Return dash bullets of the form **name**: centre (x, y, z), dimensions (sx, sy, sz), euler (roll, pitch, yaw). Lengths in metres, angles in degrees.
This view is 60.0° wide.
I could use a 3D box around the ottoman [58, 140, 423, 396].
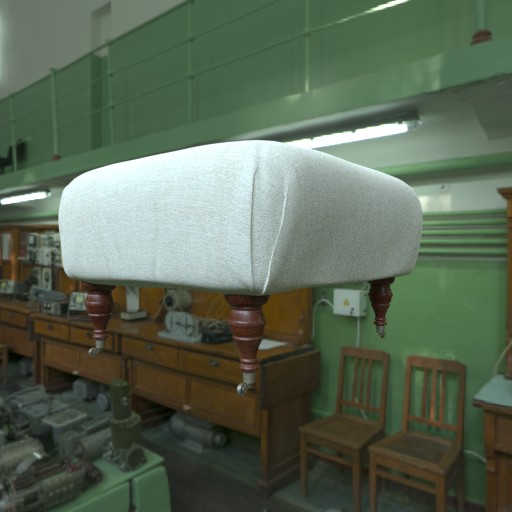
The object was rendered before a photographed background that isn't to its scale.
- **ottoman**: centre (0.000, 0.000, 1.097), dimensions (0.622, 0.450, 0.747), euler (1, 1, 38)
